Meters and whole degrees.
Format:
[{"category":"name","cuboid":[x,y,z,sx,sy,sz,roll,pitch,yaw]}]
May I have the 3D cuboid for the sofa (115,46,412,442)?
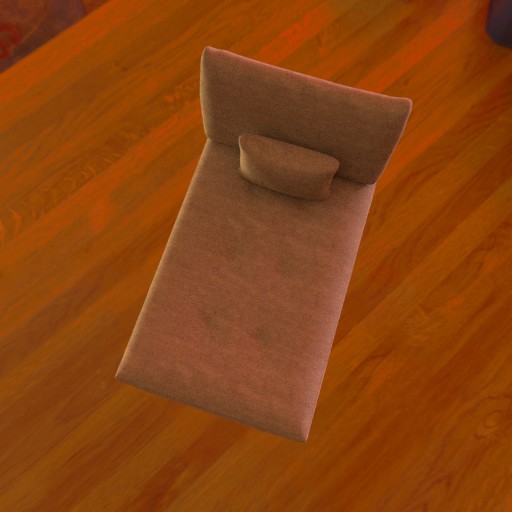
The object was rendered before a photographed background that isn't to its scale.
[{"category":"sofa","cuboid":[0.000,0.000,2.020,0.930,0.820,1.450,17,75,5]}]
